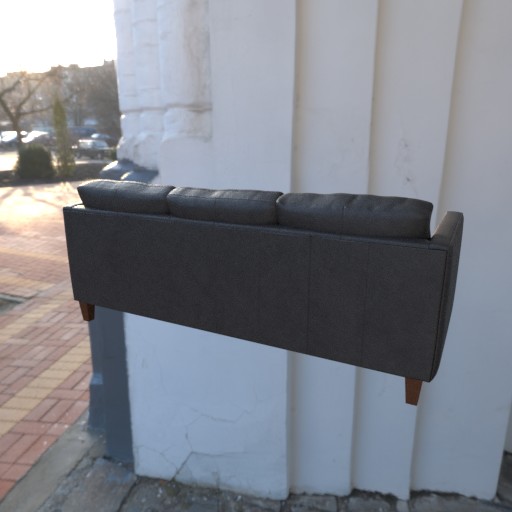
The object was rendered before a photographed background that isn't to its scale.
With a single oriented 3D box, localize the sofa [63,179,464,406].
[{"bbox_3d":[0.000,0.000,2.984,2.464,1.006,1.045,8,17,26],"label":"sofa"}]
